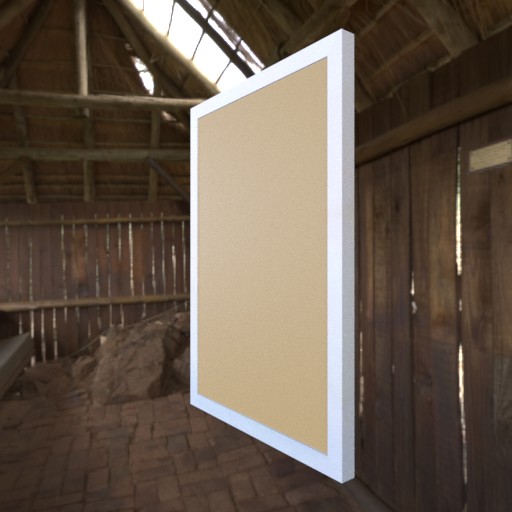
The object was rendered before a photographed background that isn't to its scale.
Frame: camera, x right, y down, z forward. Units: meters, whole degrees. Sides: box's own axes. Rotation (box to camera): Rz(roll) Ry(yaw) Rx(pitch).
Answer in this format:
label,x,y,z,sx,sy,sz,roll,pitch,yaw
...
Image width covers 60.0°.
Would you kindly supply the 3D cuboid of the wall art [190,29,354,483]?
label,x,y,z,sx,sy,sz,roll,pitch,yaw
wall art,0.000,0.000,1.144,0.039,0.915,0.612,0,0,-38
